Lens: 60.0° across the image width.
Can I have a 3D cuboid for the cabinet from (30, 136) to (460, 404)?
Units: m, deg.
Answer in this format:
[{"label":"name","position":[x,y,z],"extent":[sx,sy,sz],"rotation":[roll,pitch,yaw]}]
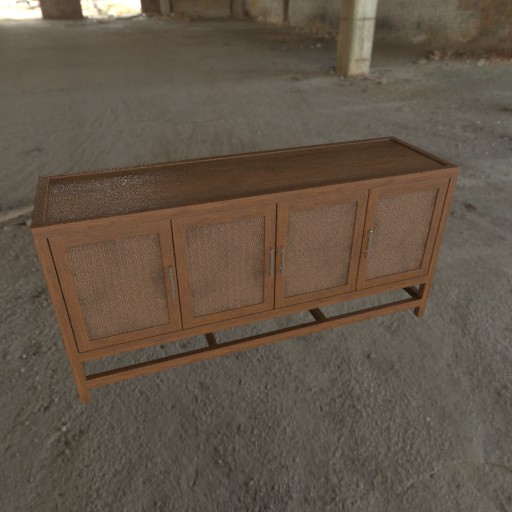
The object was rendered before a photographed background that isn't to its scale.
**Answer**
[{"label":"cabinet","position":[0.000,0.000,2.070],"extent":[1.708,0.820,0.522],"rotation":[-11,33,-17]}]
